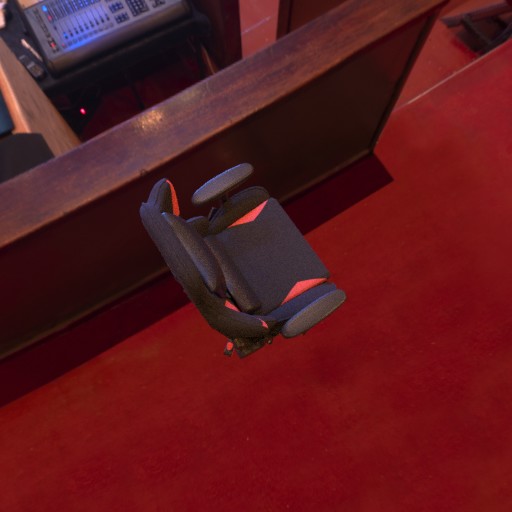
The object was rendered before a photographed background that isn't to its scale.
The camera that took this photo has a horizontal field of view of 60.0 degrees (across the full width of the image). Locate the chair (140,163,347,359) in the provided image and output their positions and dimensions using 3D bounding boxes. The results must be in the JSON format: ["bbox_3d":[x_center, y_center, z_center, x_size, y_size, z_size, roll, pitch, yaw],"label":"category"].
[{"bbox_3d":[0.000,0.000,1.728,0.658,1.326,0.695,-33,77,-8],"label":"chair"}]
